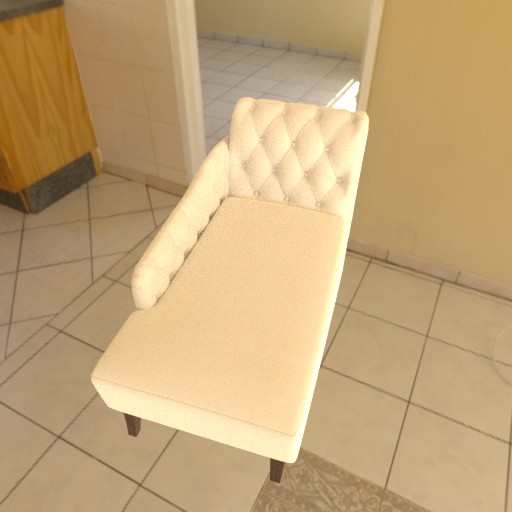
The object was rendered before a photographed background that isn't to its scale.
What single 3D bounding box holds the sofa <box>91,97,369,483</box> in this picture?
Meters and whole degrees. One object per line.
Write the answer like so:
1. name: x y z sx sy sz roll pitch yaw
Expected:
1. sofa: 0.000 0.000 1.782 0.675 0.787 1.379 12 42 13
